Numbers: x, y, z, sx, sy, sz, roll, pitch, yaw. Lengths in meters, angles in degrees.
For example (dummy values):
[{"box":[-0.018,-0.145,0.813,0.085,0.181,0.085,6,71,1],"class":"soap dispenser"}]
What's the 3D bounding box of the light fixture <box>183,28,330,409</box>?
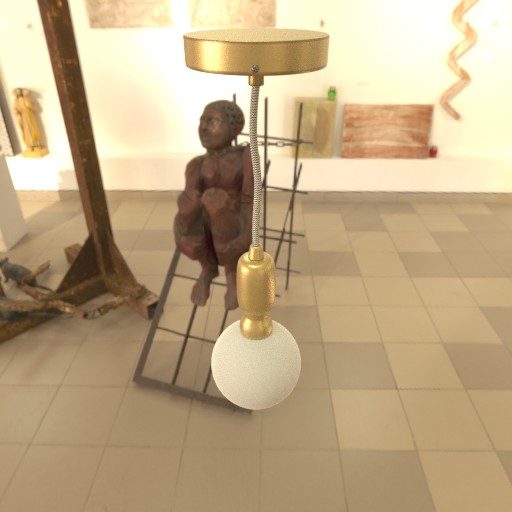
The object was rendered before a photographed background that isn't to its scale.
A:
[{"box":[0.000,0.000,0.567,0.147,0.510,0.146,0,31,1],"class":"light fixture"}]
